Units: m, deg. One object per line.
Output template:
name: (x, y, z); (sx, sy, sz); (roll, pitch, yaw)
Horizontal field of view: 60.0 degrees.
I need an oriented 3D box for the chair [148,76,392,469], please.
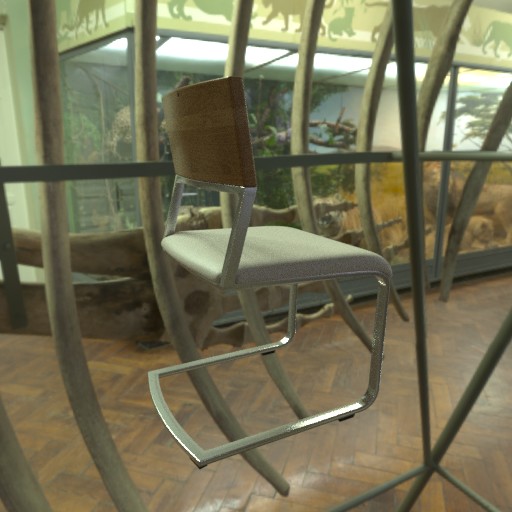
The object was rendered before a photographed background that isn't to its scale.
chair: (0.000, 0.000, 1.215); (0.585, 0.844, 0.467); (-7, 16, -27)
